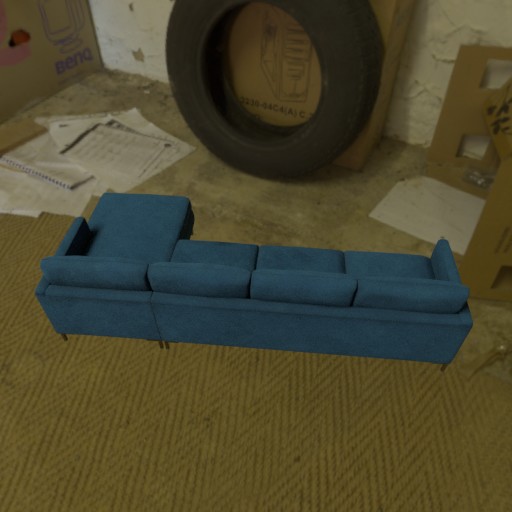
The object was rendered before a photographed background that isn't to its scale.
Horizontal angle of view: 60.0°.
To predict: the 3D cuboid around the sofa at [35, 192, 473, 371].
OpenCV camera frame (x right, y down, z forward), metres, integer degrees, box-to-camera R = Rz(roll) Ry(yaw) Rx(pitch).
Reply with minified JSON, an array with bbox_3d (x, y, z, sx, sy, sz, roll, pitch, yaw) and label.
[{"bbox_3d":[0.000,0.000,3.475,2.932,0.810,1.350,4,46,4],"label":"sofa"}]
